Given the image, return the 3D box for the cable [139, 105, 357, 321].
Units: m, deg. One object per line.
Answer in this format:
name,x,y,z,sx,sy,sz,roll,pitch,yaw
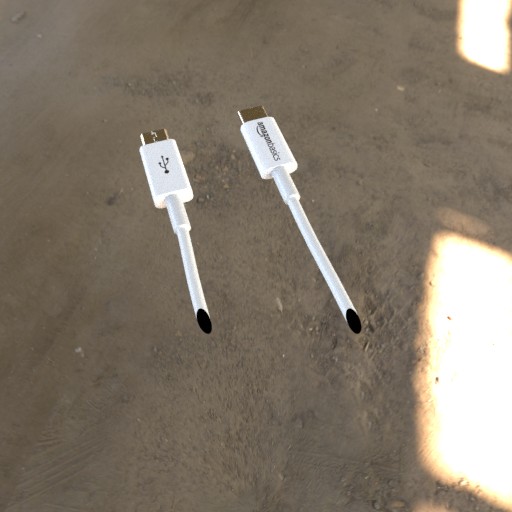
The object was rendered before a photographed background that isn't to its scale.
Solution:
cable,0.000,0.000,0.109,0.040,0.006,0.098,-16,61,-9
